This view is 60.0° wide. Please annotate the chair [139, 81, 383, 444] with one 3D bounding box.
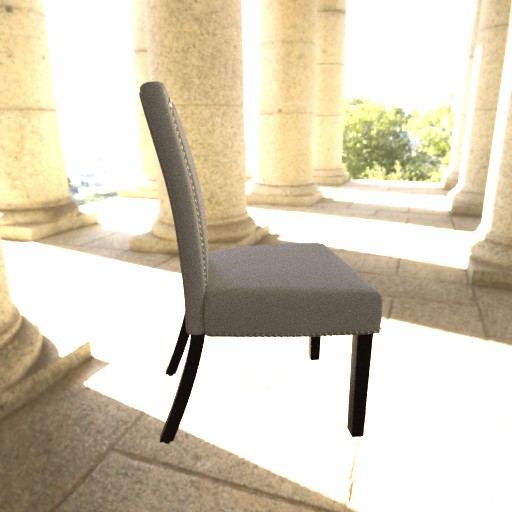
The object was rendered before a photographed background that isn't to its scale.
[{"bbox_3d":[0.000,0.000,1.296,0.589,0.946,0.518,-3,17,-8],"label":"chair"}]
